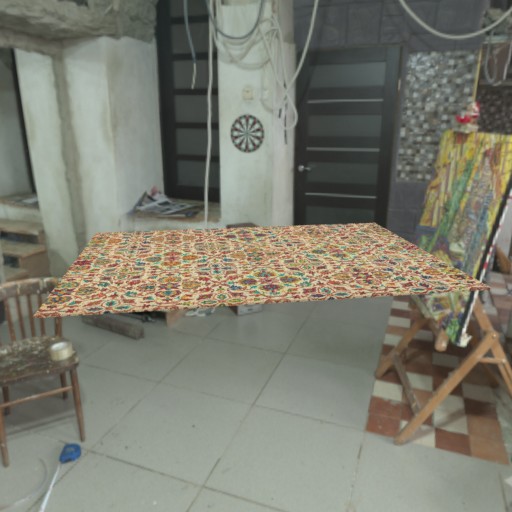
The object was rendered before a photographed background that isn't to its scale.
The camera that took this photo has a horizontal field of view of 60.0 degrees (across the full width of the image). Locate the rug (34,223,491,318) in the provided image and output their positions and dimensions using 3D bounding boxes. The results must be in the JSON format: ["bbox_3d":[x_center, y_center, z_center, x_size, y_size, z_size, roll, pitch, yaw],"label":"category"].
[{"bbox_3d":[0.000,0.000,2.328,1.838,0.013,1.226,-3,18,-8],"label":"rug"}]
